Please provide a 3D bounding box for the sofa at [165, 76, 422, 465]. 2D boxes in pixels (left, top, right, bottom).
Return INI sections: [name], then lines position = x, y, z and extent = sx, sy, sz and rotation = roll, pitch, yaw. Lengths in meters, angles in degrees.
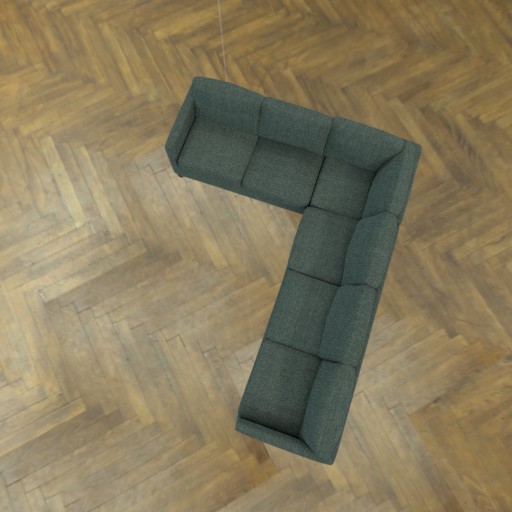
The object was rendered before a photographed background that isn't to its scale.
[sofa]
position = 0.000, 0.000, 4.556
extent = 2.593, 0.947, 3.302
rotation = 18, 76, 5
